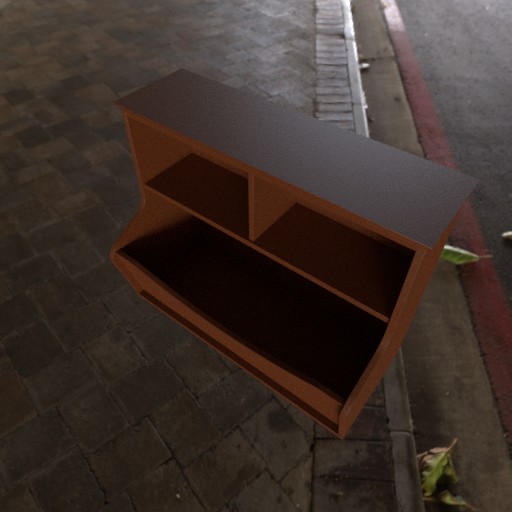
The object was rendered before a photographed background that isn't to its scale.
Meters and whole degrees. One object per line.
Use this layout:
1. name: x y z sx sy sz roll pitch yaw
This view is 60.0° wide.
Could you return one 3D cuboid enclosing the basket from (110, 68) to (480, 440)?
1. basket: 0.000 0.000 1.137 0.792 0.625 0.376 29 53 25
